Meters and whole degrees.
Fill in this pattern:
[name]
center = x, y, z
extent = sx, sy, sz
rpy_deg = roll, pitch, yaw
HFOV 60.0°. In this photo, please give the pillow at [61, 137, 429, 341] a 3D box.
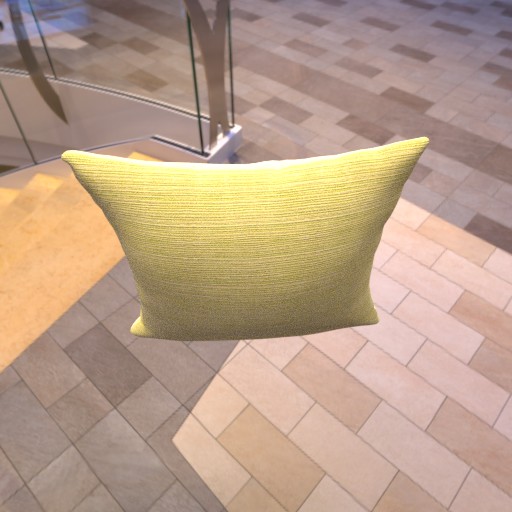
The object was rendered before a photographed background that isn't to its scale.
[pillow]
center = 0.000, 0.000, 0.821
extent = 0.560, 0.487, 0.229
rpy_deg = -3, 48, -2
